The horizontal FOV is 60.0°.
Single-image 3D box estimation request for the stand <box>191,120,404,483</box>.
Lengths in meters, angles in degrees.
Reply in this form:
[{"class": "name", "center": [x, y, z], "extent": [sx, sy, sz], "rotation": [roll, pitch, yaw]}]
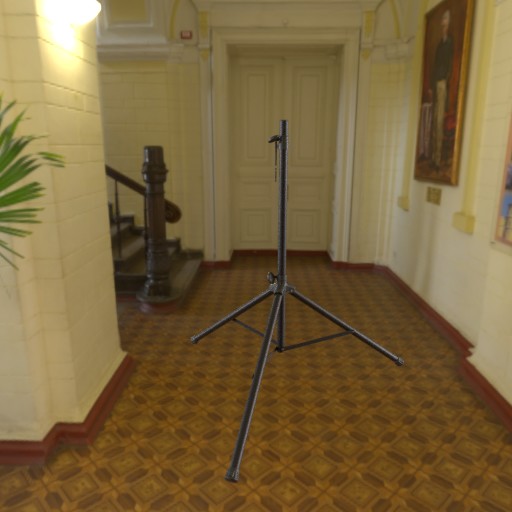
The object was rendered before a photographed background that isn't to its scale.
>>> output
[{"class": "stand", "center": [0.000, 0.000, 2.746], "extent": [1.596, 1.595, 1.339], "rotation": [-13, 19, -43]}]
